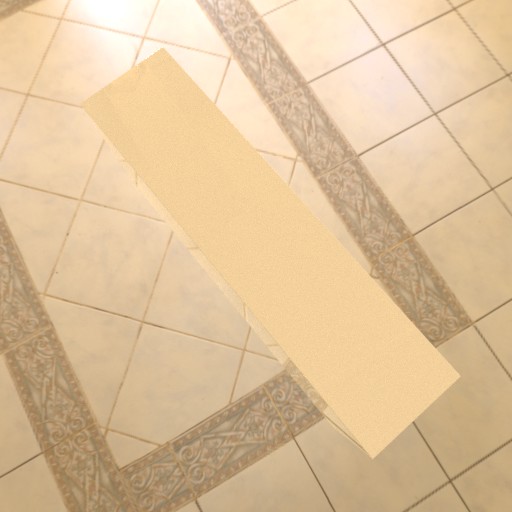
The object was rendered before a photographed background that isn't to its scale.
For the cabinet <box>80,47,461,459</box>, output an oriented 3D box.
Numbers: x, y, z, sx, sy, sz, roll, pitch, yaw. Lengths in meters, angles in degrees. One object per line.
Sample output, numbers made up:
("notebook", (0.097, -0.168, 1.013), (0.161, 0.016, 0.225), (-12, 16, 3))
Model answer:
("cabinet", (0.000, 0.000, 1.979), (0.400, 0.800, 1.650), (-39, 79, -9))
